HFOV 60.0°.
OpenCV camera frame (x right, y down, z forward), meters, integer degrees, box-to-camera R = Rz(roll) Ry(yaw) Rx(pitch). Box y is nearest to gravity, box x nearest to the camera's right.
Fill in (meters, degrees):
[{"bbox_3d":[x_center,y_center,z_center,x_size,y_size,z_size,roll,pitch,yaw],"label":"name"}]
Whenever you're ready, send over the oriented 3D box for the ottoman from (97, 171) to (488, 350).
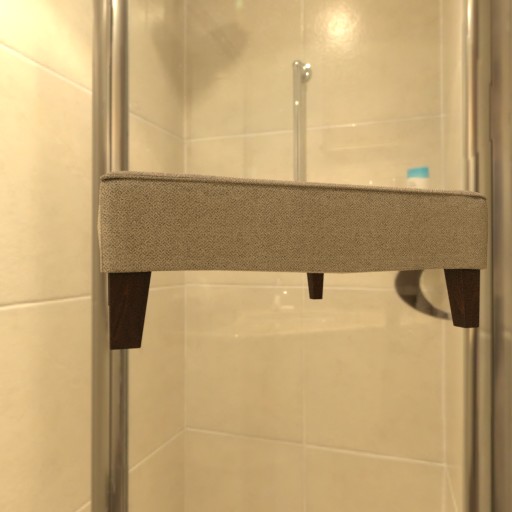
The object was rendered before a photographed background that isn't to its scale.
[{"bbox_3d":[0.000,0.000,1.460,0.973,0.381,0.982,0,-1,-19],"label":"ottoman"}]
